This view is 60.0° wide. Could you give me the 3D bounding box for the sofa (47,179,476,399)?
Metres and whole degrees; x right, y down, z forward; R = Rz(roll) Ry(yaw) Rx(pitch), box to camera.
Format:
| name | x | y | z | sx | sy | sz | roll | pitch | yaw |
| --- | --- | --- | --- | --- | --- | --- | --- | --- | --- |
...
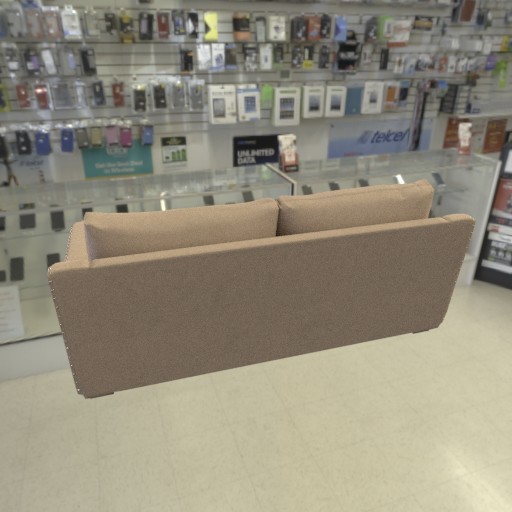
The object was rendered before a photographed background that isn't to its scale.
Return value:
| name | x | y | z | sx | sy | sz | roll | pitch | yaw |
| --- | --- | --- | --- | --- | --- | --- | --- | --- | --- |
| sofa | 0.000 | 0.000 | 2.493 | 1.967 | 0.901 | 1.030 | -8 | 27 | -15 |
